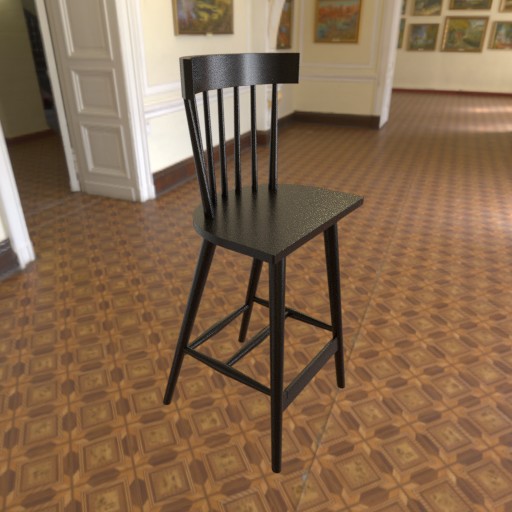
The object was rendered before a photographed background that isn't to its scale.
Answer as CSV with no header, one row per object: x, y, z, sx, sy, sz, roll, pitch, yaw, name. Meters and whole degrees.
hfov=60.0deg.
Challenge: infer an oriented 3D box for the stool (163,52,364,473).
0.000,0.000,1.324,0.483,1.092,0.482,18,32,32,stool
